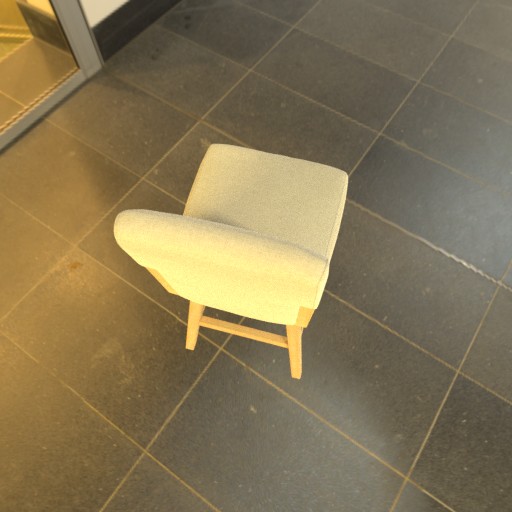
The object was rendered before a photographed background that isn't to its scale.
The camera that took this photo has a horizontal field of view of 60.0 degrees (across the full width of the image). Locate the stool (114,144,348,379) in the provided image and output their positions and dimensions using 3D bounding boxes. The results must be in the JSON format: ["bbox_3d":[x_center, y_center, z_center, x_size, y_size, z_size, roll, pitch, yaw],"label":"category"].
[{"bbox_3d":[0.000,0.000,1.304,0.446,1.015,0.543,14,64,7],"label":"stool"}]
